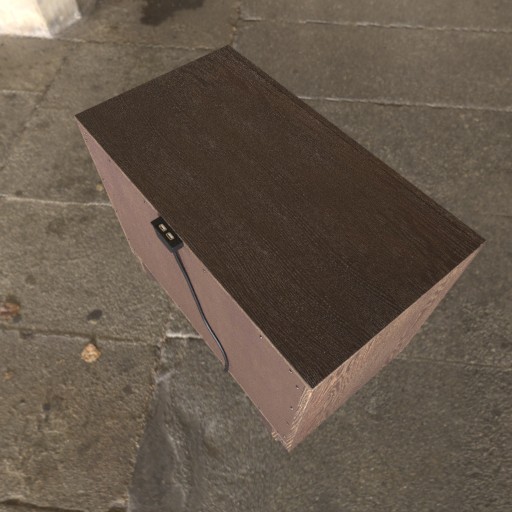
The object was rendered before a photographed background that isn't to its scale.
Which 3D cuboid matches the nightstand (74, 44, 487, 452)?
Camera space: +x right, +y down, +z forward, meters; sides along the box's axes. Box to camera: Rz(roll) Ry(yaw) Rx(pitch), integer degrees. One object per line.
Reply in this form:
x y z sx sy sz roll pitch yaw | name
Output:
0.000 0.000 1.142 0.457 0.612 0.775 -34 64 -20 | nightstand
